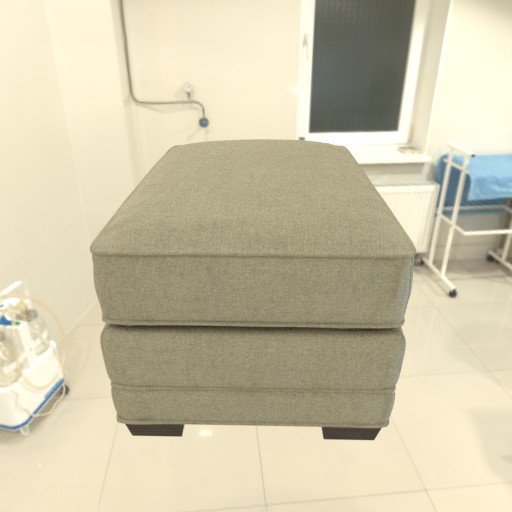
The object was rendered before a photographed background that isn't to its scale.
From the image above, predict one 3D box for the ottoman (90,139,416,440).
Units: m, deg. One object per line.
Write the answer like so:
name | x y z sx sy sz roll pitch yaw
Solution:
ottoman | 0.000 0.000 1.216 0.611 0.508 0.848 1 27 1
